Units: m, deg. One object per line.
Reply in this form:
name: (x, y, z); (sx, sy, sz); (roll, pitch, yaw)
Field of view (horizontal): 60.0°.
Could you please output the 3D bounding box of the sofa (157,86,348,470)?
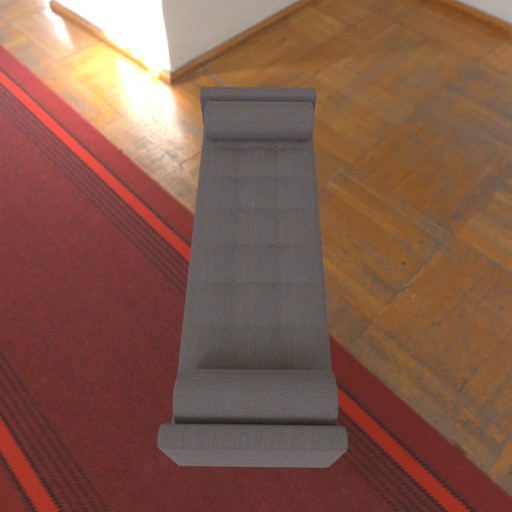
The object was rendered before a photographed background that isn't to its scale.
sofa: (0.000, 0.000, 2.339); (0.686, 0.635, 1.981); (1, 58, 0)
